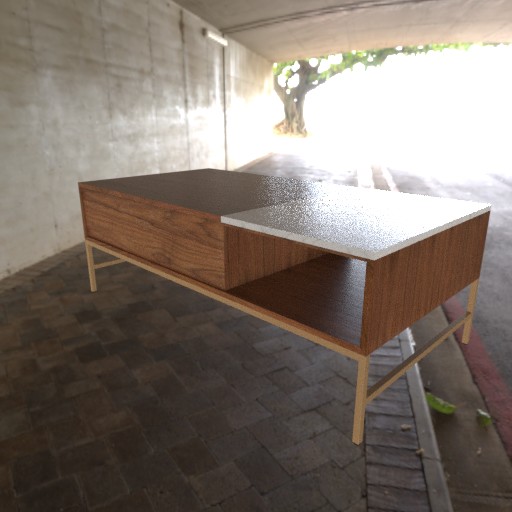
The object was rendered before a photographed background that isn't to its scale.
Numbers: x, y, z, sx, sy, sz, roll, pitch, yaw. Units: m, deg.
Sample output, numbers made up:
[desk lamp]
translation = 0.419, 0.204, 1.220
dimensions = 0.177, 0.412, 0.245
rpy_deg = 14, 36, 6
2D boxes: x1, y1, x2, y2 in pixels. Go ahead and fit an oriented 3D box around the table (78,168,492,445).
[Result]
[table]
translation = 0.000, 0.000, 1.898
dimensions = 1.553, 0.551, 0.789
rpy_deg = 17, 24, 42
